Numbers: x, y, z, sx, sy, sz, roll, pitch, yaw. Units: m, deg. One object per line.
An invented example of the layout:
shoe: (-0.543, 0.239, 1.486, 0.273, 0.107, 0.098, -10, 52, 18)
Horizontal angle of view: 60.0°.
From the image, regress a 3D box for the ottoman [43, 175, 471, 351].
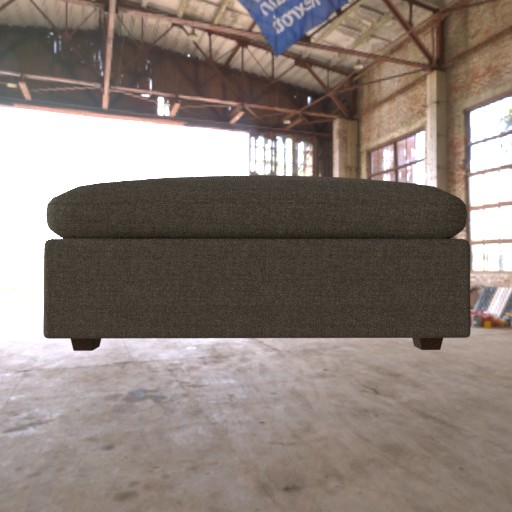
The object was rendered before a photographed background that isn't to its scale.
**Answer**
ottoman: (0.000, 0.000, 1.414, 1.041, 0.483, 0.711, 0, -1, -1)
